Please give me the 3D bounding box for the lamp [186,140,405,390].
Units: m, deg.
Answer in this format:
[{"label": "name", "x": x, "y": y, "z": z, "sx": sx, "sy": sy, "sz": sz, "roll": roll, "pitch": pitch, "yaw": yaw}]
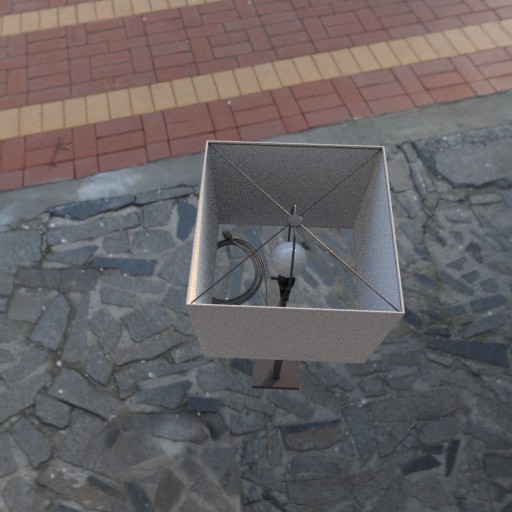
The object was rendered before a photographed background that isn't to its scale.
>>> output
[{"label": "lamp", "x": 0.000, "y": 0.000, "z": 0.974, "sx": 0.399, "sy": 0.660, "sz": 0.504, "roll": 2, "pitch": 62, "yaw": 1}]
